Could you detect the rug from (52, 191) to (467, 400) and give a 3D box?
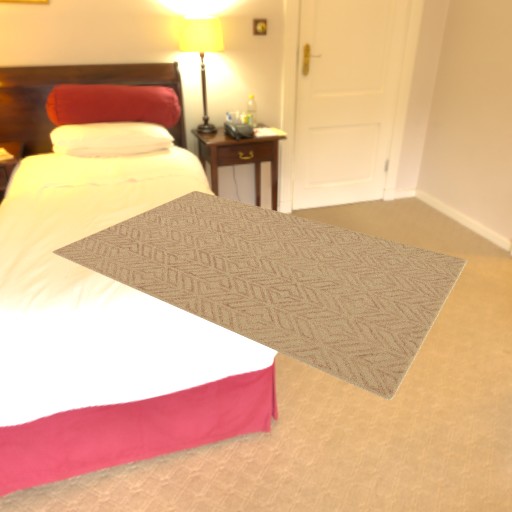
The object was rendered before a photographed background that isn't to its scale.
[{"bbox_3d":[0.000,0.000,3.055,2.438,0.008,1.523,18,33,30],"label":"rug"}]
